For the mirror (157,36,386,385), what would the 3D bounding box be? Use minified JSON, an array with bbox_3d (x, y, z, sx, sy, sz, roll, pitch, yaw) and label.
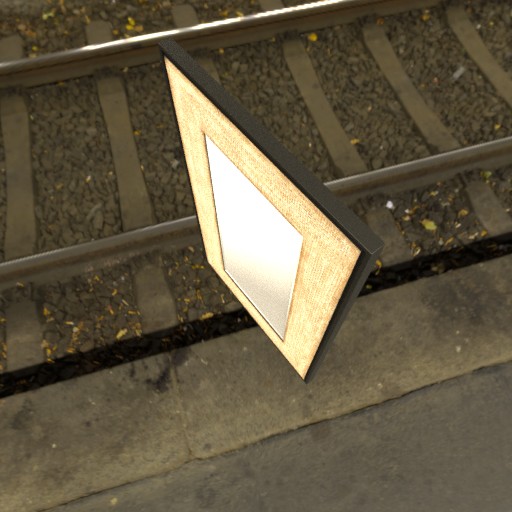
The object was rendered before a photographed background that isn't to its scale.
[{"bbox_3d":[0.000,0.000,1.524,0.038,1.219,0.762,-35,68,-16],"label":"mirror"}]
